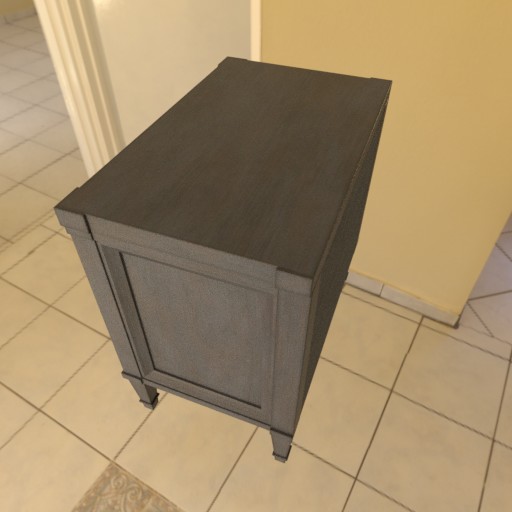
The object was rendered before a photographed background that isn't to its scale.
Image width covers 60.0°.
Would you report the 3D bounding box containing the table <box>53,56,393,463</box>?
[{"bbox_3d":[0.000,0.000,1.071,0.413,0.660,0.660,15,46,15],"label":"table"}]
